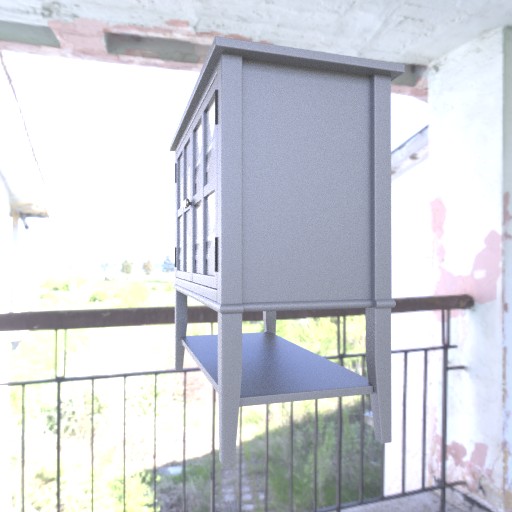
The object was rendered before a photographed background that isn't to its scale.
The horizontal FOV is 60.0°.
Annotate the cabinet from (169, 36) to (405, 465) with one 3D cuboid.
[{"bbox_3d":[0.000,0.000,1.230,0.396,0.780,0.801,0,-1,-17],"label":"cabinet"}]
